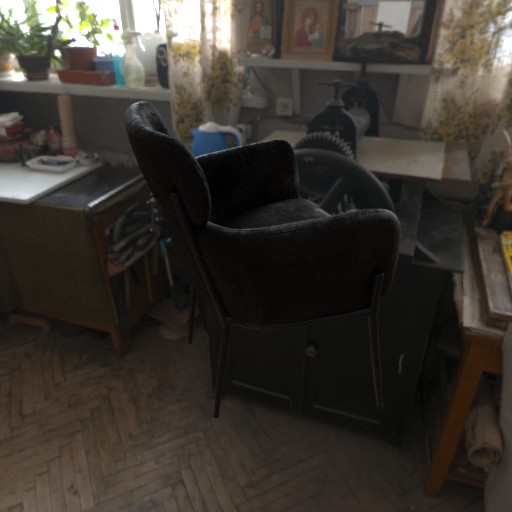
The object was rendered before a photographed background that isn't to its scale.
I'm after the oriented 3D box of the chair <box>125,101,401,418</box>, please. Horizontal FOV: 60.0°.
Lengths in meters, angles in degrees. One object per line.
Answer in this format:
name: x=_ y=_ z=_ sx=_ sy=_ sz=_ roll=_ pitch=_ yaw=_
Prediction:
chair: x=0.000 y=0.000 z=1.256 sx=0.604 sy=0.818 sz=0.640 roll=-11 pitch=32 yaw=-17
